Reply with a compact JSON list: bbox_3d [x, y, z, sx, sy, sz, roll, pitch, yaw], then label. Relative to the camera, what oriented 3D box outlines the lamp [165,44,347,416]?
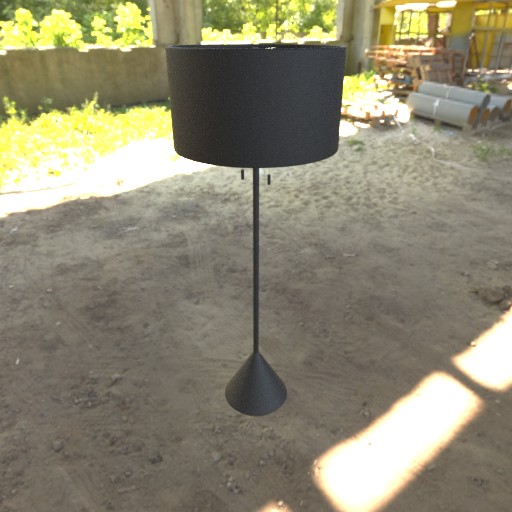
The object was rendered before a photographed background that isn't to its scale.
[{"bbox_3d":[0.000,0.000,1.781,0.580,1.526,0.580,8,28,16],"label":"lamp"}]
